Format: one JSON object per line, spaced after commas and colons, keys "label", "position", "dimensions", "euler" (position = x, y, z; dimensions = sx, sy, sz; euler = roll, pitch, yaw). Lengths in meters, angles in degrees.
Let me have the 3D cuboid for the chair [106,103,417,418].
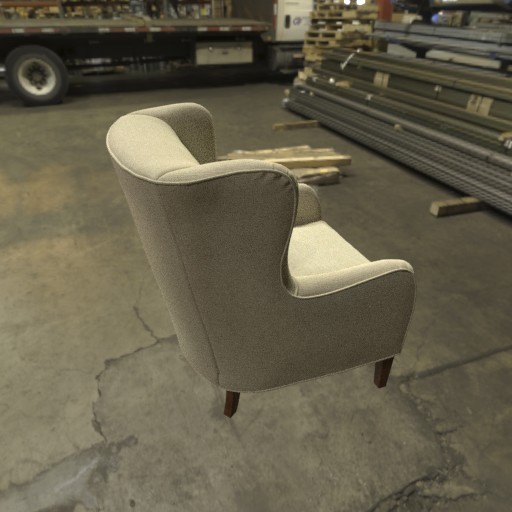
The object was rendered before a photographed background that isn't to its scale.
{"label": "chair", "position": [0.000, 0.000, 1.740], "dimensions": [0.966, 1.040, 0.838], "euler": [-11, 33, -18]}
